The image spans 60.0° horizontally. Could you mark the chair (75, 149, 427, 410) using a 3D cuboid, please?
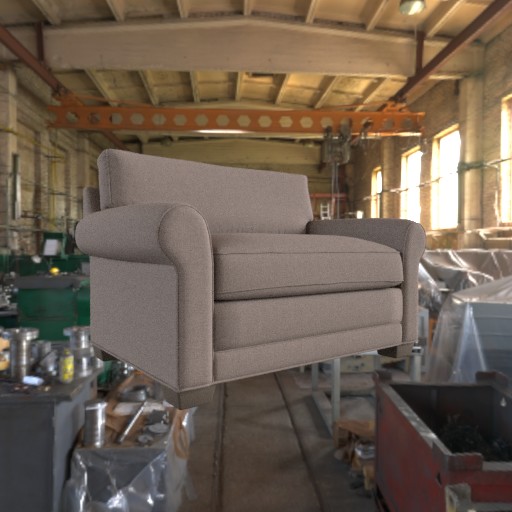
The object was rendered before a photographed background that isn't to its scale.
[{"bbox_3d":[0.000,0.000,2.031,1.390,0.930,0.930,-1,1,-37],"label":"chair"}]
